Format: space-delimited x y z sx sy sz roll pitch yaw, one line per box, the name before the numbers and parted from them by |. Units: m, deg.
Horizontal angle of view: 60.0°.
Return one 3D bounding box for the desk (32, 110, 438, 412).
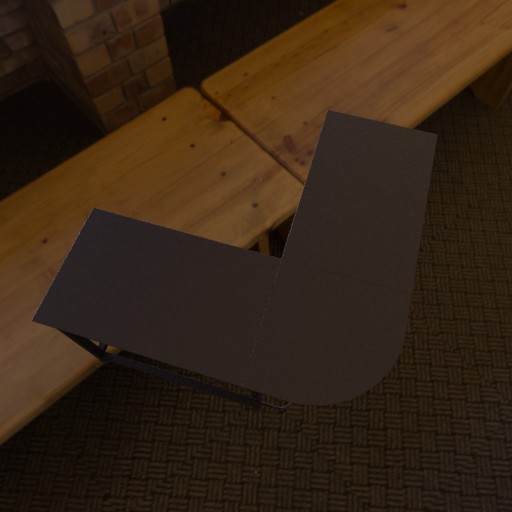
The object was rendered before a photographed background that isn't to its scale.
desk | 0.000 0.000 2.271 1.400 0.762 1.400 15 65 7
